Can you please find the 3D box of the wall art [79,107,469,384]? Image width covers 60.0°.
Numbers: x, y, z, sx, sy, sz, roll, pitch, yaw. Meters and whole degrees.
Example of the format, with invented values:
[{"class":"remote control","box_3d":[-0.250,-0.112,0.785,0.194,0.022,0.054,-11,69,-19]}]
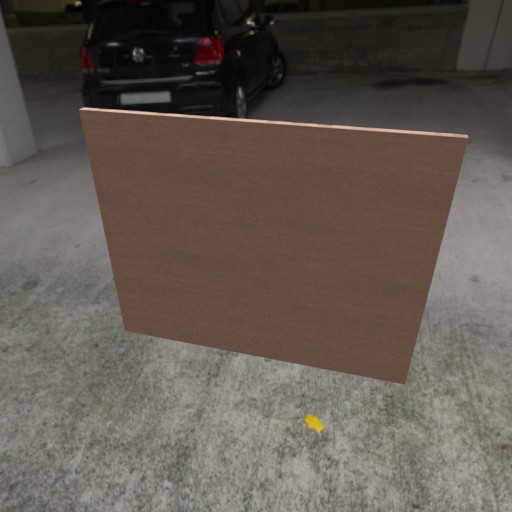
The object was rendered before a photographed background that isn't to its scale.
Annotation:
[{"class":"wall art","box_3d":[0.000,0.000,0.676,0.508,0.408,0.012,8,33,12]}]
